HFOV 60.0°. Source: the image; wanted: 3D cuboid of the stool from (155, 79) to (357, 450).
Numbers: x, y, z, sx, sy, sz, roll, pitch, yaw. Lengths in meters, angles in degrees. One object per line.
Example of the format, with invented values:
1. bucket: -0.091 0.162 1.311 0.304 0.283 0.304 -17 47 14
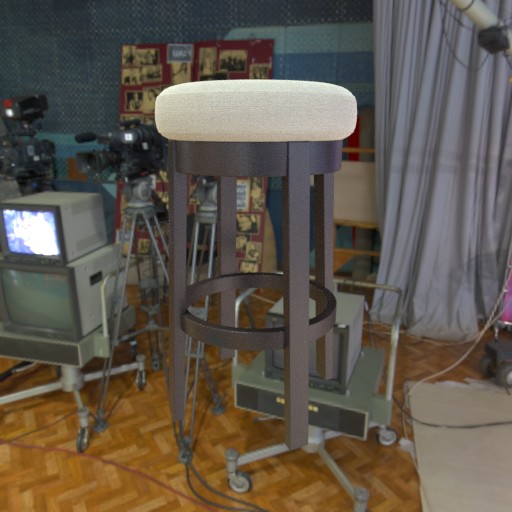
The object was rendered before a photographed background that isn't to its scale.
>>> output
1. stool: 0.000 0.000 1.050 0.446 0.758 0.446 0 16 0
